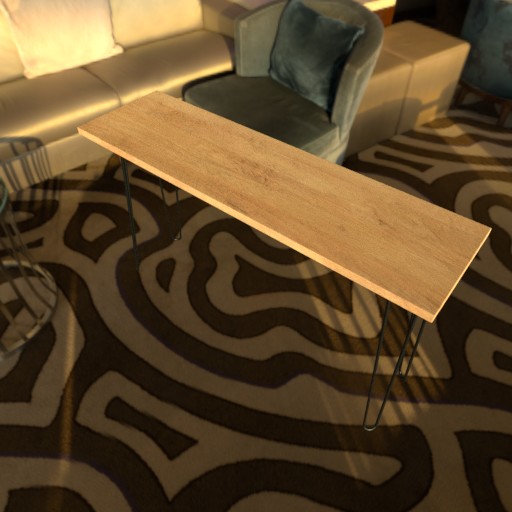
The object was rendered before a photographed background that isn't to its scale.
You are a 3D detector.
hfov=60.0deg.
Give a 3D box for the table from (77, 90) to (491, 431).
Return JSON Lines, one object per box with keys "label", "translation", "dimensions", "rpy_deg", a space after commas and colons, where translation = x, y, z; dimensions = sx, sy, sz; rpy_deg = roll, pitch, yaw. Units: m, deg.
{"label": "table", "translation": [0.000, 0.000, 1.742], "dimensions": [1.400, 0.799, 0.399], "rpy_deg": [30, 52, 26]}
